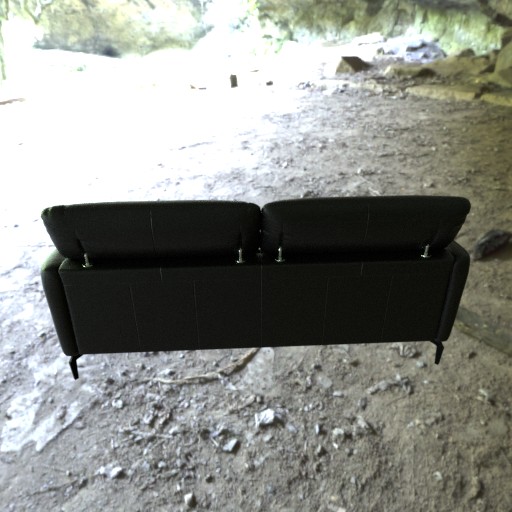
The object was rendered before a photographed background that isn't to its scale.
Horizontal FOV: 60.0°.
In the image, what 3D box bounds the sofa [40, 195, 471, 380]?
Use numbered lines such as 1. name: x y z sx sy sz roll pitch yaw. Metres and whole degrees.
1. sofa: 0.000 0.000 2.449 2.069 0.957 0.856 -2 29 -3
